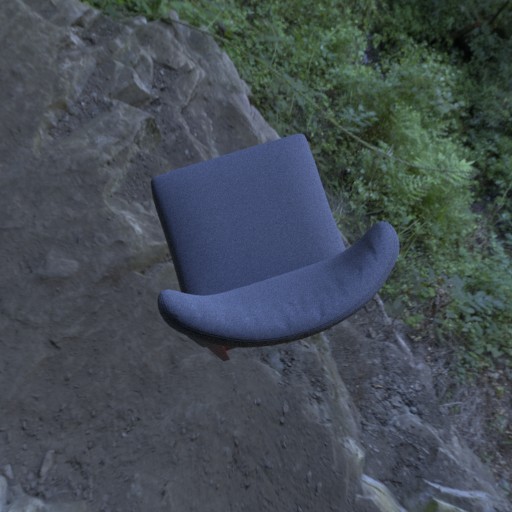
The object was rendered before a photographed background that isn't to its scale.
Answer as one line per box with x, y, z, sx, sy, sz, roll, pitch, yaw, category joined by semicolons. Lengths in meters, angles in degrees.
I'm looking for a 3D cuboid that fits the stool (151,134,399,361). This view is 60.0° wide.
0.000;0.000;1.343;0.481;1.069;0.568;-18;77;-4;stool
